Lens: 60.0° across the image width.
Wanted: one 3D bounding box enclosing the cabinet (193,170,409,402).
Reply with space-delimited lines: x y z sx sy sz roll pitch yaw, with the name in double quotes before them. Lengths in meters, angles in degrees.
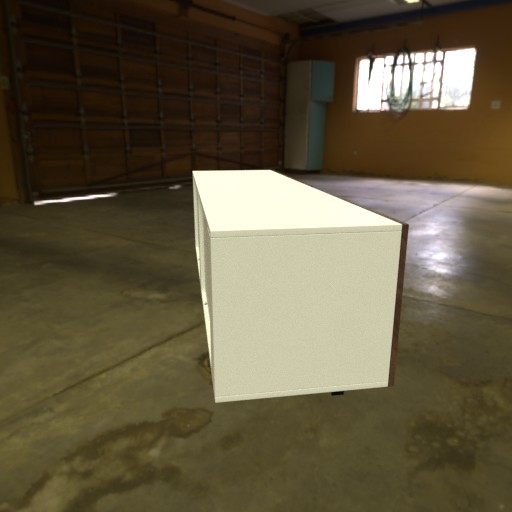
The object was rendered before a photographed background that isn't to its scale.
"cabinet" 0.000 0.000 1.714 0.431 0.533 1.499 -2 16 -9
